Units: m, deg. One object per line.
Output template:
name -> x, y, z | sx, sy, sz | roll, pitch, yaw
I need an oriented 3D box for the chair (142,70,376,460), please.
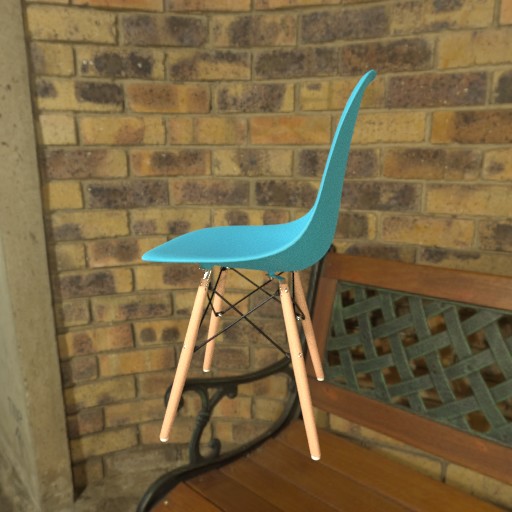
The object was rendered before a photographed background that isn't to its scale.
chair -> 0.000, 0.000, 1.100 | 0.531, 0.826, 0.470 | 2, 12, 10
